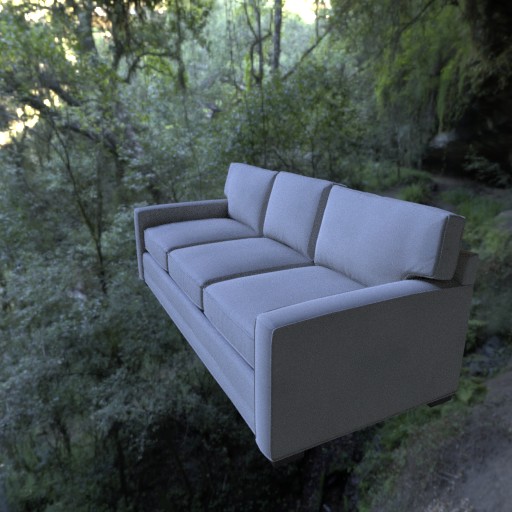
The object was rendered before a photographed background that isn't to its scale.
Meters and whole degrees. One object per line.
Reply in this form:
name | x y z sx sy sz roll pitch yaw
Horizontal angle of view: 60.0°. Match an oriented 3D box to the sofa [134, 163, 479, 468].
sofa | 0.000 0.000 2.497 0.935 0.862 2.088 -9 20 -25
